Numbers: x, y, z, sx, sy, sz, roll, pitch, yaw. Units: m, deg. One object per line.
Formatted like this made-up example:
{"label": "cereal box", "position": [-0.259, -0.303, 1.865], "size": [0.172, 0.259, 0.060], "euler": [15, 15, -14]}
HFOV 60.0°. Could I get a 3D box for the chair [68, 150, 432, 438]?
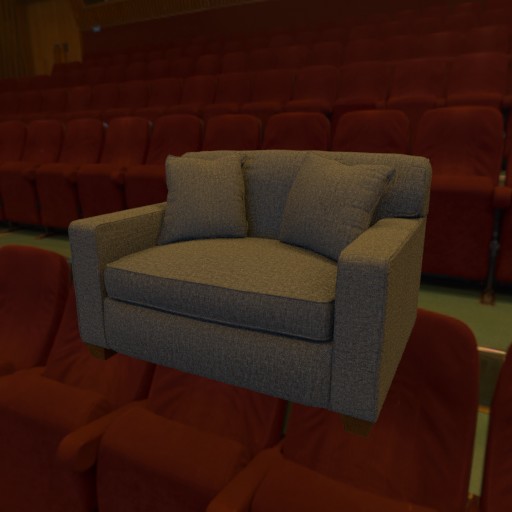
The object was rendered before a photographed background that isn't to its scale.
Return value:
{"label": "chair", "position": [0.000, 0.000, 2.063], "size": [1.383, 0.948, 1.000], "euler": [7, 17, 26]}
